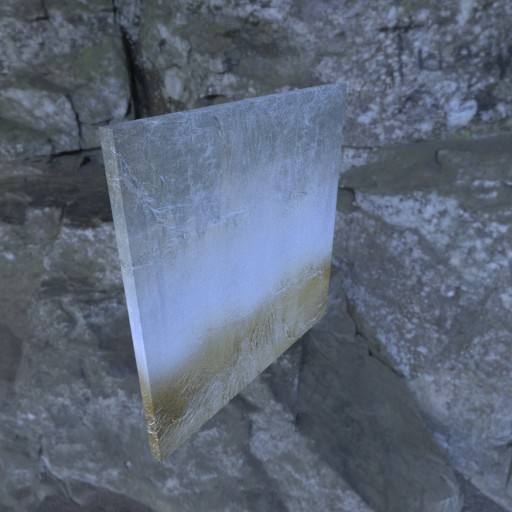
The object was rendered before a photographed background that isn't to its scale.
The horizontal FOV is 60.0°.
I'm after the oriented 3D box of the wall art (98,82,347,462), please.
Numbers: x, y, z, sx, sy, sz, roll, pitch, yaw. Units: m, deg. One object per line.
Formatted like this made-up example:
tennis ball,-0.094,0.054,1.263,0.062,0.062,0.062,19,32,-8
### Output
wall art,0.000,0.000,1.621,0.051,1.091,1.092,20,34,33
